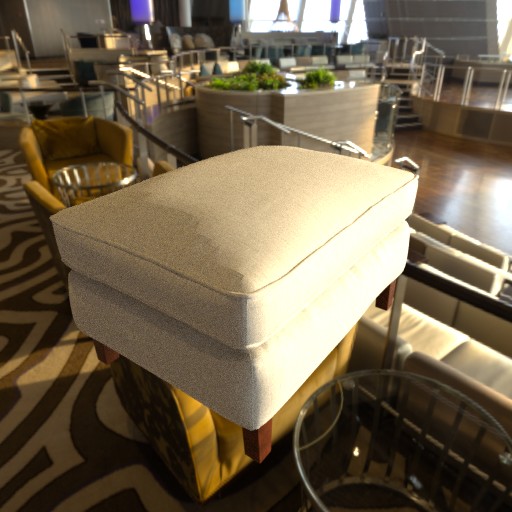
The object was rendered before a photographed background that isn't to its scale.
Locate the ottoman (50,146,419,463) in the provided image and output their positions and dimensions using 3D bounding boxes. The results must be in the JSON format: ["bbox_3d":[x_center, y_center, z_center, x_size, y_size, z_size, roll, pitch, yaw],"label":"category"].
[{"bbox_3d":[0.000,0.000,0.968,0.501,0.406,0.665,19,33,32],"label":"ottoman"}]
